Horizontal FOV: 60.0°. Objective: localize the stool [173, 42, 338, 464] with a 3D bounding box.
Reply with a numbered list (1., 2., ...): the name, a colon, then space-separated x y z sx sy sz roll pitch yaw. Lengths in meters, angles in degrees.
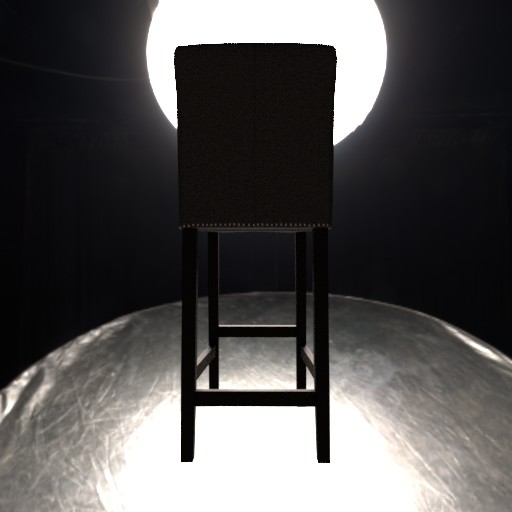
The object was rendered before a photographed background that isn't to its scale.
1. stool: 0.000 0.000 1.328 0.411 1.047 0.548 0 -2 0
